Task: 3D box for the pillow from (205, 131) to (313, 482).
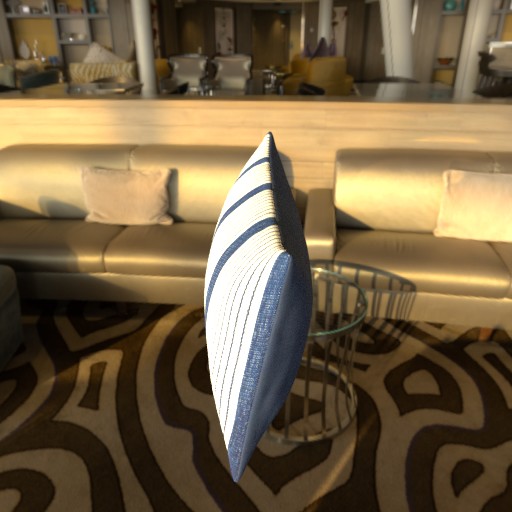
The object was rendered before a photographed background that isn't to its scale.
[{"bbox_3d":[0.000,0.000,0.720,0.156,0.292,0.608,0,25,0],"label":"pillow"}]
